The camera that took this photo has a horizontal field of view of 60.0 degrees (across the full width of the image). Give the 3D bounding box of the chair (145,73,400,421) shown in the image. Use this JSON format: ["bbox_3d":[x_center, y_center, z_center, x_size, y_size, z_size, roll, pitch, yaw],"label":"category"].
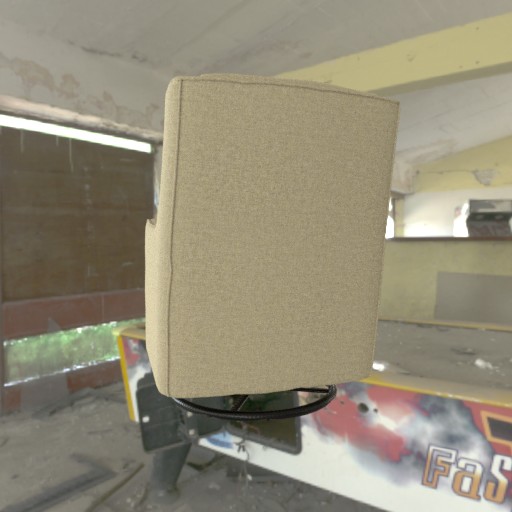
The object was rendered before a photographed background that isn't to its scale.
[{"bbox_3d":[0.000,0.000,1.591,0.732,0.993,0.879,0,1,-17],"label":"chair"}]
